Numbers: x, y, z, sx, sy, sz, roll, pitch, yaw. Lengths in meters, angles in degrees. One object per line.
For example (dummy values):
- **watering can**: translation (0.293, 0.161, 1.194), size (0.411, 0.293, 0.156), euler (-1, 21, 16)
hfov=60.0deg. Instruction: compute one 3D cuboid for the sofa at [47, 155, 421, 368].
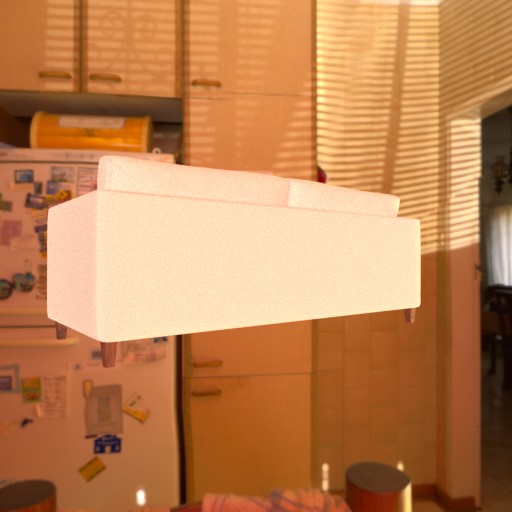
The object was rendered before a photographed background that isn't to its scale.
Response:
- **sofa**: translation (0.000, 0.000, 2.904), size (2.361, 0.962, 0.951), euler (0, 0, -37)
